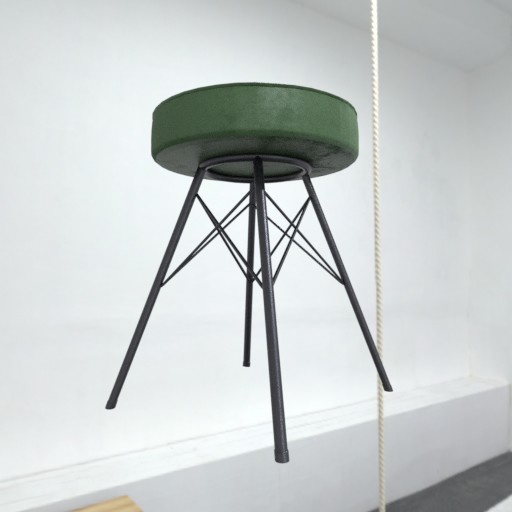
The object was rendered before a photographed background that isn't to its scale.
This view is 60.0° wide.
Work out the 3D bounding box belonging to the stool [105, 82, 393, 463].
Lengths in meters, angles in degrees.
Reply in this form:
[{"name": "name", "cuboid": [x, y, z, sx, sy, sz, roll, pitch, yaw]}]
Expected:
[{"name": "stool", "cuboid": [0.000, 0.000, 0.934, 0.430, 0.595, 0.457, -1, -2, 36]}]
